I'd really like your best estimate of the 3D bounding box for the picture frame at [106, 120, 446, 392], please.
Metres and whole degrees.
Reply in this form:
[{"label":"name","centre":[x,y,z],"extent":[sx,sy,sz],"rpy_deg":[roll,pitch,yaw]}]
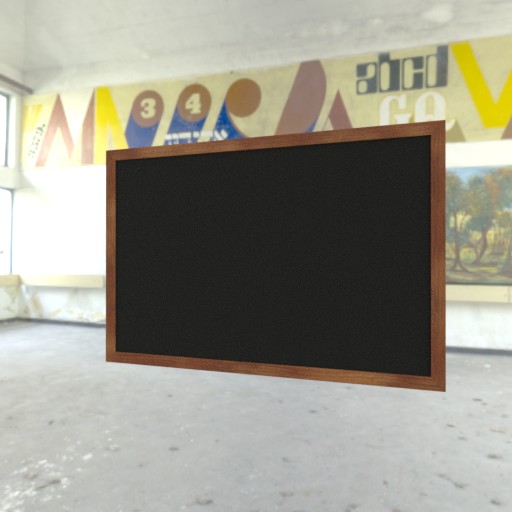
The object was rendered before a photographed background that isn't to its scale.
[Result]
[{"label":"picture frame","centre":[0.000,0.000,1.207],"extent":[0.950,0.640,0.029],"rpy_deg":[0,0,19]}]
